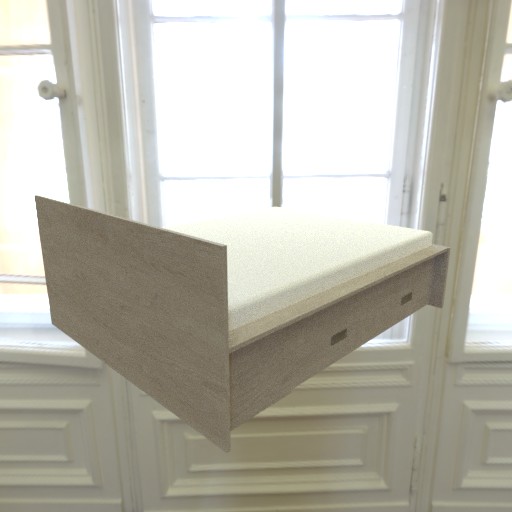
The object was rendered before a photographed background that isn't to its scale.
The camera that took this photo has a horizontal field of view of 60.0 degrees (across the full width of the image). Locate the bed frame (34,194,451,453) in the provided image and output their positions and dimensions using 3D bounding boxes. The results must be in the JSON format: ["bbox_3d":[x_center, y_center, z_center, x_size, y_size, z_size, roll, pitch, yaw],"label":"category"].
[{"bbox_3d":[0.000,0.000,2.760,1.622,0.800,1.960,15,22,42],"label":"bed frame"}]
